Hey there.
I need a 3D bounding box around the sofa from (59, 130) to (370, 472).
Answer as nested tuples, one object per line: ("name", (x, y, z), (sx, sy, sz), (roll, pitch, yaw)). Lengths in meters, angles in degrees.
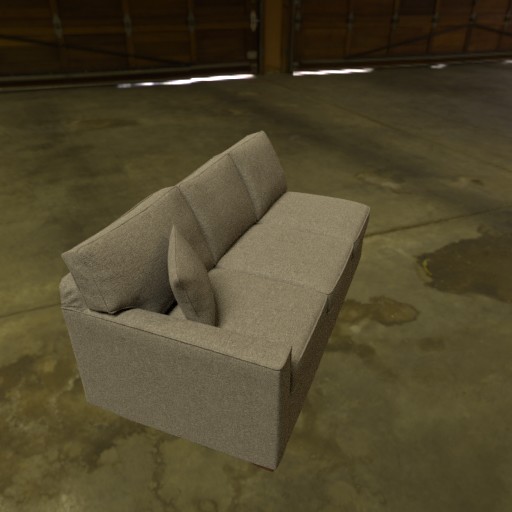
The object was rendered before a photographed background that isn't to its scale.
("sofa", (0.000, 0.000, 2.581), (1.034, 0.946, 1.963), (11, 32, 19))
